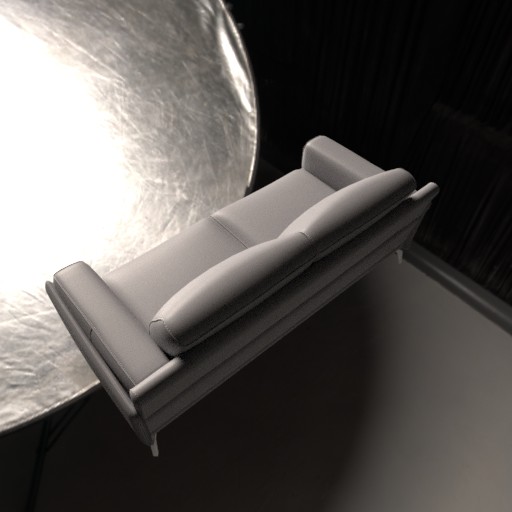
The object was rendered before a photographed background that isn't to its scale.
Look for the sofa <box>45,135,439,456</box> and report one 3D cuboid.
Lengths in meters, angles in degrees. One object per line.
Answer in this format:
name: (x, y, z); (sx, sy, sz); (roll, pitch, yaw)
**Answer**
sofa: (0.000, 0.000, 2.565); (2.100, 0.900, 0.969); (-32, 55, -26)
